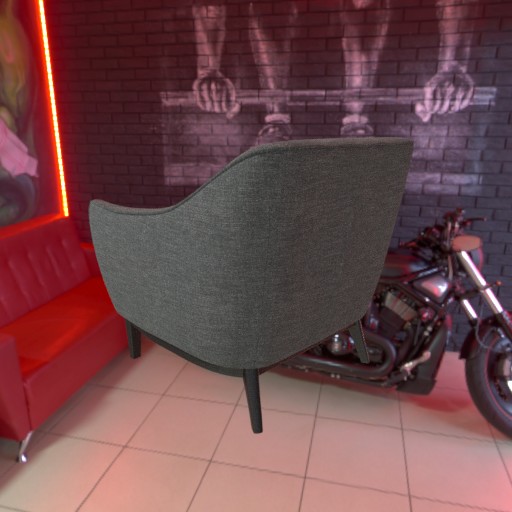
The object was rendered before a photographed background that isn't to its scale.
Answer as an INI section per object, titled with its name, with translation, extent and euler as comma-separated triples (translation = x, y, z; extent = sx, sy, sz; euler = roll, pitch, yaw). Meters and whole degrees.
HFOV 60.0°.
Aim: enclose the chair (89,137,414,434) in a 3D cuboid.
[chair]
translation = 0.000, 0.000, 1.590
extent = 0.870, 0.829, 0.851
euler = -15, 22, -42
